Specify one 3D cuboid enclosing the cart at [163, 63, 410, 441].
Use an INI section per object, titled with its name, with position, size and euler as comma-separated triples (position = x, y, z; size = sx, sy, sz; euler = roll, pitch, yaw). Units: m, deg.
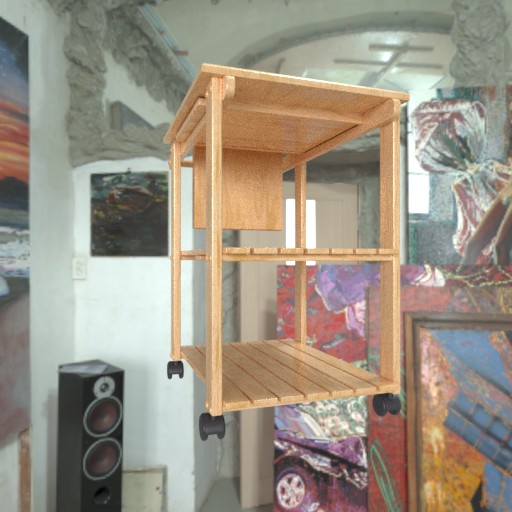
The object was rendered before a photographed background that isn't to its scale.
[cart]
position = 0.000, 0.000, 1.385
size = 0.520, 0.816, 0.843
euler = 0, 0, -19
